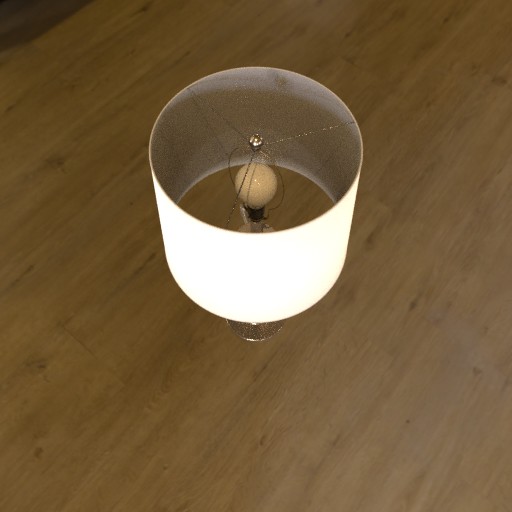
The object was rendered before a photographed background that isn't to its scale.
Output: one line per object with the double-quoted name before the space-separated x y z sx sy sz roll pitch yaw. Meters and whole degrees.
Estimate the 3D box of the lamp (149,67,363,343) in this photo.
"lamp" 0.000 0.000 0.888 0.333 0.696 0.333 0 63 0
